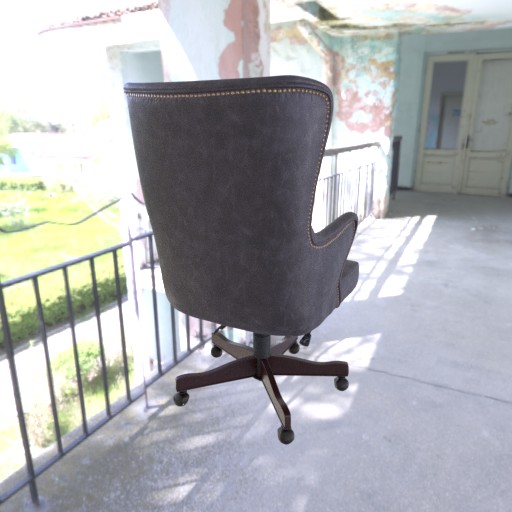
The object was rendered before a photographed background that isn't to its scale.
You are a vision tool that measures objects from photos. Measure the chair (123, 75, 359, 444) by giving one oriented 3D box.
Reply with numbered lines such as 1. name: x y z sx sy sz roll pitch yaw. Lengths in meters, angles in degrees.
1. chair: 0.000 0.000 1.447 0.594 1.037 0.717 9 19 27
